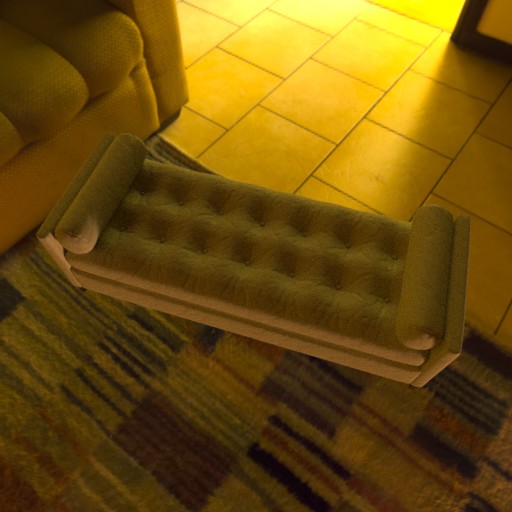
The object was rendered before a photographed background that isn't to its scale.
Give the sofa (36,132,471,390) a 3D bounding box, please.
[{"bbox_3d":[0.000,0.000,2.492,2.102,0.705,0.796,15,60,9],"label":"sofa"}]
